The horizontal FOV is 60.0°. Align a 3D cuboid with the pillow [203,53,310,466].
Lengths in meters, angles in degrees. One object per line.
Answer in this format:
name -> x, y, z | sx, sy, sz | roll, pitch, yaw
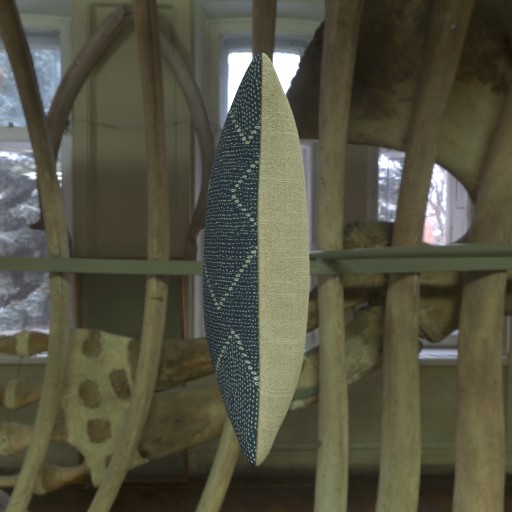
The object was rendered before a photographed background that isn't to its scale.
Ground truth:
pillow -> 0.000, 0.000, 0.669 | 0.148, 0.428, 0.435 | 0, 1, -1
